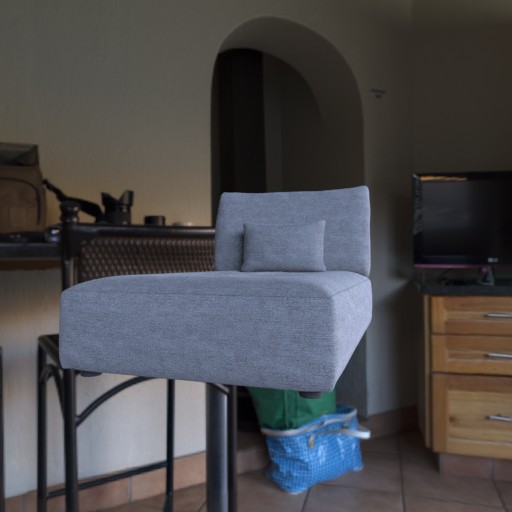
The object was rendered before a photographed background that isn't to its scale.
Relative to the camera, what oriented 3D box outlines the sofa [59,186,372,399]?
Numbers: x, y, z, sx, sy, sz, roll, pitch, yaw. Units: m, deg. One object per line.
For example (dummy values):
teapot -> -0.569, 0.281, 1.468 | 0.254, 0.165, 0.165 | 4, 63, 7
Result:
sofa -> 0.000, 0.000, 1.991 | 0.930, 0.820, 1.450 | 0, -1, 18
